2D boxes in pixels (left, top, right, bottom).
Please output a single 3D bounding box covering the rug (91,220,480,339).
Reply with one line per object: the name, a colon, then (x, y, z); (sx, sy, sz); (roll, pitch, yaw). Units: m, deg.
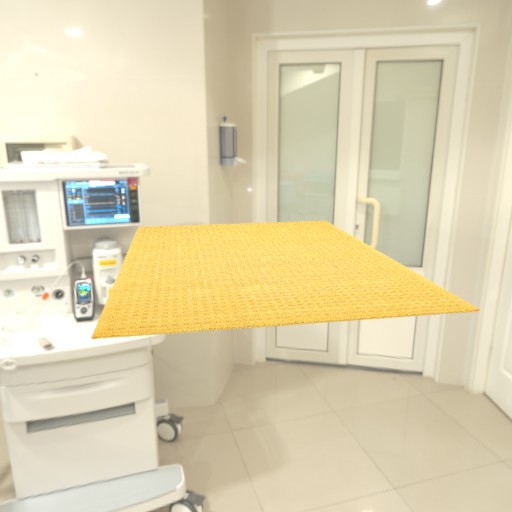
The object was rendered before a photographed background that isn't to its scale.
rug: (0.000, 0.000, 4.304); (2.486, 0.015, 3.242); (-3, 15, -9)
